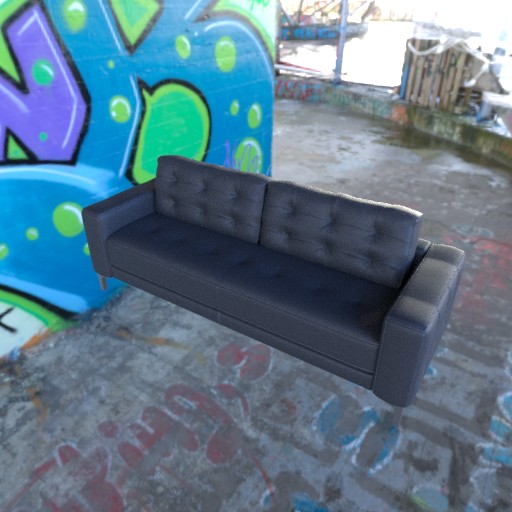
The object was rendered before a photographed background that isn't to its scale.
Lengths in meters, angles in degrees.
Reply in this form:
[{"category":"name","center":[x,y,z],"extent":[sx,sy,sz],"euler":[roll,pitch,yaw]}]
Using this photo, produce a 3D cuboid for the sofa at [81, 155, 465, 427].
[{"category":"sofa","center":[0.000,0.000,2.770],"extent":[2.275,0.893,0.833],"euler":[18,35,28]}]
